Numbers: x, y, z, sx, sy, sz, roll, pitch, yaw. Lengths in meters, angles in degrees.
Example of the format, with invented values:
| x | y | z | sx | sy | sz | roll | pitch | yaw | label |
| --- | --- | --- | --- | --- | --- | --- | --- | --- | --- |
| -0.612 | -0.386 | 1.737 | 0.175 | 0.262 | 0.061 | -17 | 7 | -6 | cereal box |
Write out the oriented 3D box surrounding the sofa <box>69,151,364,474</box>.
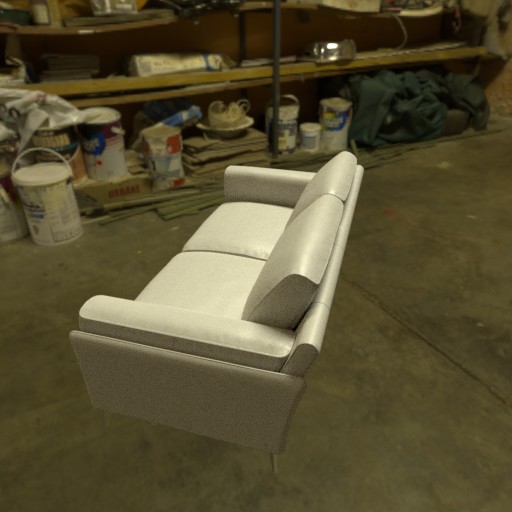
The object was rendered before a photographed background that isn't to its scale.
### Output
| x | y | z | sx | sy | sz | roll | pitch | yaw | label |
| --- | --- | --- | --- | --- | --- | --- | --- | --- | --- |
| 0.000 | 0.000 | 2.635 | 1.049 | 0.930 | 2.101 | 8 | 31 | 14 | sofa |
